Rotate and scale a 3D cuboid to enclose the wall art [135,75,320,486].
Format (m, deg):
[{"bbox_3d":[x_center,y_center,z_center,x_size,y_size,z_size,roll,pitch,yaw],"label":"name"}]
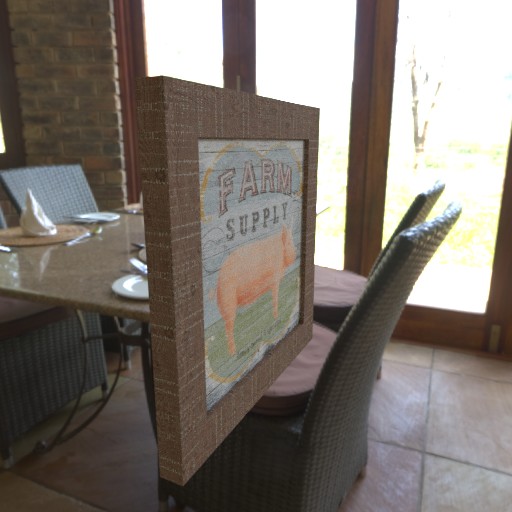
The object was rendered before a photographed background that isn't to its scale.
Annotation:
[{"bbox_3d":[0.000,0.000,0.785,0.040,0.531,0.531,7,16,26],"label":"wall art"}]
